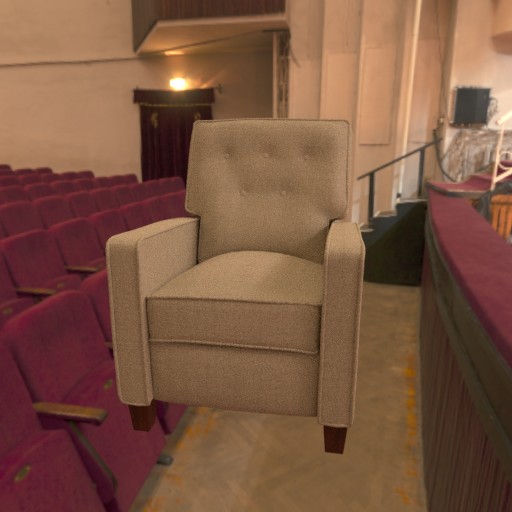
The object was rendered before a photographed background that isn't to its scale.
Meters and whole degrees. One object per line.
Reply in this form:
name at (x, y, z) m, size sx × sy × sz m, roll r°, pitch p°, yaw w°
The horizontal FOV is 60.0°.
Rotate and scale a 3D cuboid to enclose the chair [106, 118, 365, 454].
chair at (0.000, 0.000, 1.431) m, size 0.648 × 0.888 × 0.754 m, roll 2°, pitch 14°, yaw 10°
